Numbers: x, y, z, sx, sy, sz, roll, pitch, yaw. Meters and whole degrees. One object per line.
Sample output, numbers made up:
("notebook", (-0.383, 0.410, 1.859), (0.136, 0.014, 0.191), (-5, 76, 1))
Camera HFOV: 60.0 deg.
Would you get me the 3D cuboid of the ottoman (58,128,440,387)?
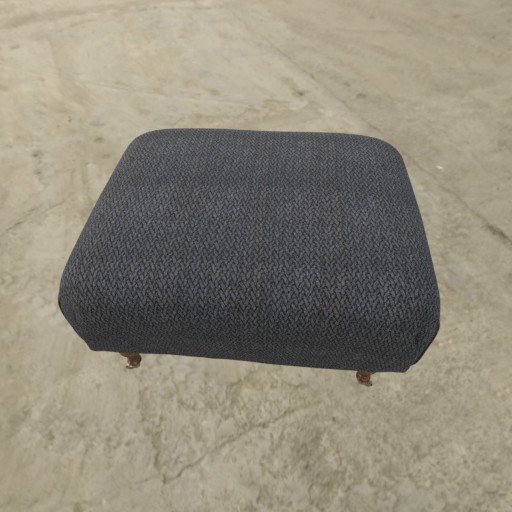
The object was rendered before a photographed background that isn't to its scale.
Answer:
("ottoman", (0.000, 0.000, 1.106), (0.747, 0.450, 0.622), (3, 46, 3))
